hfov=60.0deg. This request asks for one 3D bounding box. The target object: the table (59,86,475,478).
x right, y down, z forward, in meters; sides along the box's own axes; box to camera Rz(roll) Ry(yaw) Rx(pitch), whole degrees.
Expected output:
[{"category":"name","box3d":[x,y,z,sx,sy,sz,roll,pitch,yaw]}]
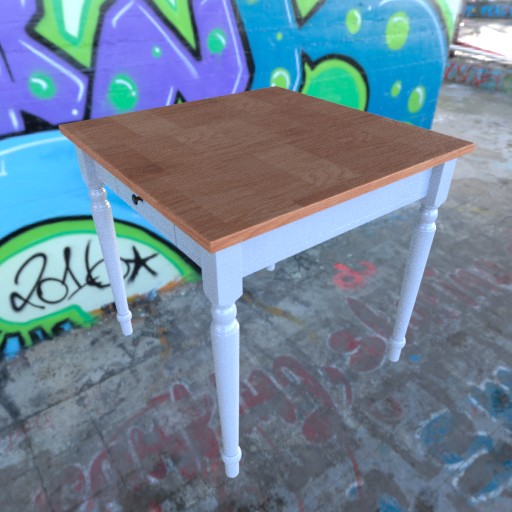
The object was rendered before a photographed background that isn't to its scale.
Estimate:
[{"category":"table","box3d":[0.000,0.000,1.318,0.747,0.738,0.747,-23,40,-30]}]
